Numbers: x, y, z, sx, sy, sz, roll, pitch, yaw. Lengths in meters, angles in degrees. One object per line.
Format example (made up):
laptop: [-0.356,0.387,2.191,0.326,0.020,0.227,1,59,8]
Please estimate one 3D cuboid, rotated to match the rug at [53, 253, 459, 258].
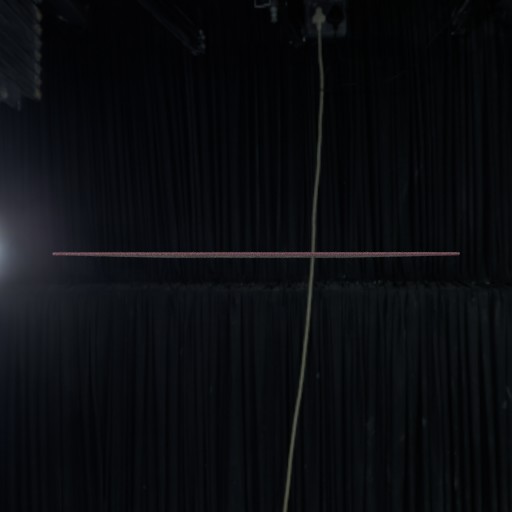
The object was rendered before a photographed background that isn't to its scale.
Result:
rug: [0.000,0.000,2.846,1.599,0.011,2.210,0,0,0]
